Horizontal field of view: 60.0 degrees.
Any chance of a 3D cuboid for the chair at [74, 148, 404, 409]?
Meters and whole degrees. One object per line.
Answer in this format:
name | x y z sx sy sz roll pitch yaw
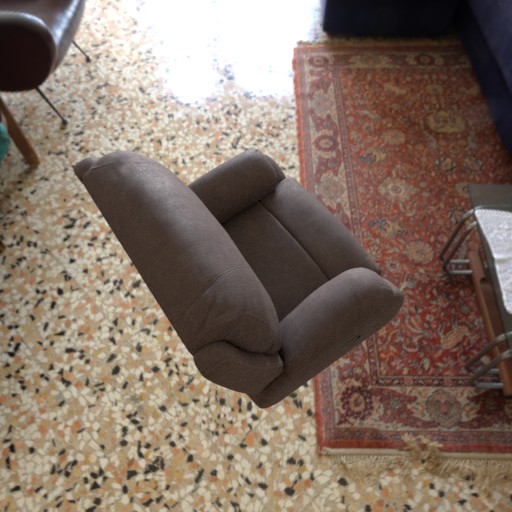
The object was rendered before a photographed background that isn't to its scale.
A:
chair | 0.000 0.000 1.750 0.899 1.011 0.930 -30 62 -18
